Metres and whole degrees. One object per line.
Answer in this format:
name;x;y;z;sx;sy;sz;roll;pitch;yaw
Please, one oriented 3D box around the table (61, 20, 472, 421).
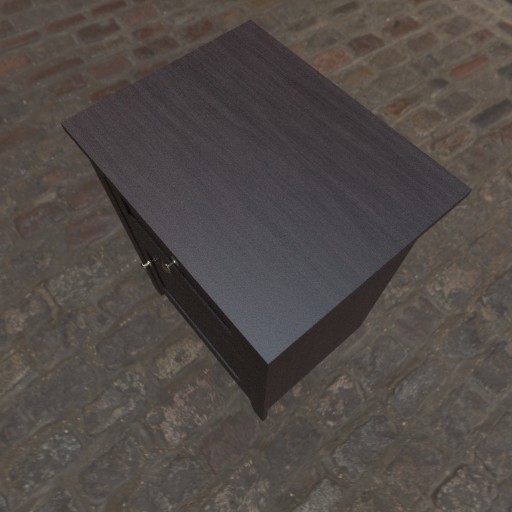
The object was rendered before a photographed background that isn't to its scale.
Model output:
table;0.000;0.000;0.924;0.381;0.635;0.480;-37;68;-17
